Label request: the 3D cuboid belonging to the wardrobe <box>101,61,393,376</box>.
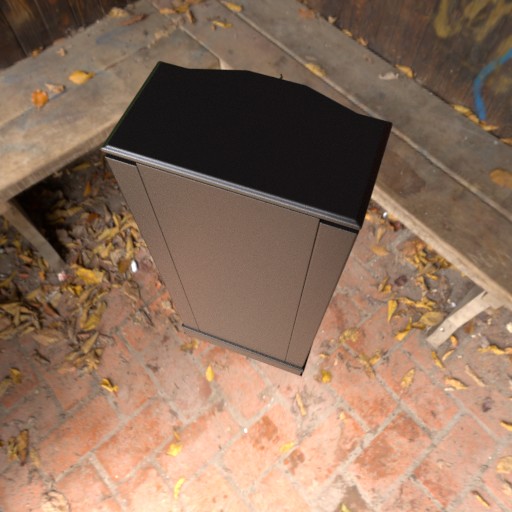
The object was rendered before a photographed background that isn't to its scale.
[{"bbox_3d":[0.000,0.000,1.179,0.444,1.011,0.295,18,65,9],"label":"wardrobe"}]
